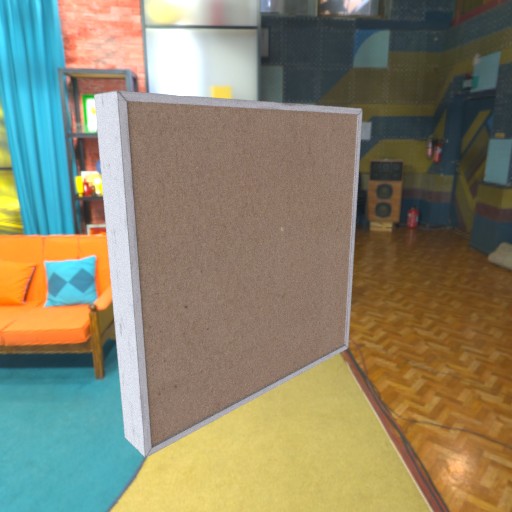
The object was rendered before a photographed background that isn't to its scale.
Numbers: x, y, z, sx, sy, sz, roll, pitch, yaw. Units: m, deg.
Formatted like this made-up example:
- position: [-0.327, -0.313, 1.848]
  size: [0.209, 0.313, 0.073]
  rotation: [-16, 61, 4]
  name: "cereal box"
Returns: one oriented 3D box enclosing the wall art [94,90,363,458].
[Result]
- position: [0.000, 0.000, 0.466]
  size: [0.305, 0.305, 0.038]
  rotation: [-14, 20, -42]
  name: "wall art"
